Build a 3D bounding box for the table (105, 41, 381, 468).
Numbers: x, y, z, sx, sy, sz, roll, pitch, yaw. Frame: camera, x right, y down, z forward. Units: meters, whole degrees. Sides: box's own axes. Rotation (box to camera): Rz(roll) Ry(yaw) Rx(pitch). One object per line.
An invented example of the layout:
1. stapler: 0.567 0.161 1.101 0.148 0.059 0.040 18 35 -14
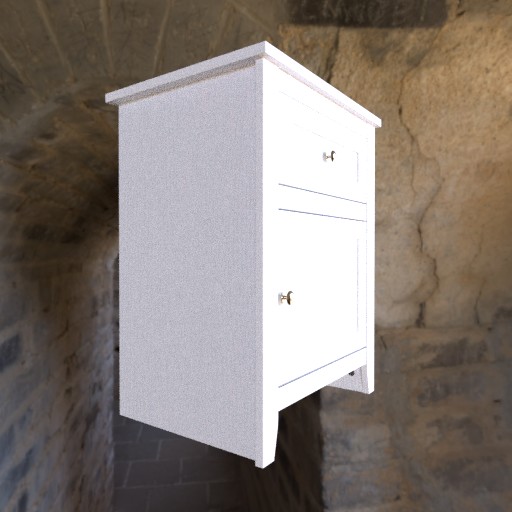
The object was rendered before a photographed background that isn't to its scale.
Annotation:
1. table: 0.000 0.000 0.954 0.381 0.635 0.480 0 1 36
